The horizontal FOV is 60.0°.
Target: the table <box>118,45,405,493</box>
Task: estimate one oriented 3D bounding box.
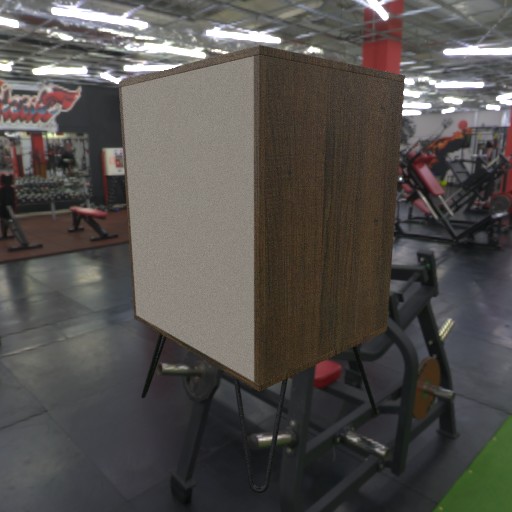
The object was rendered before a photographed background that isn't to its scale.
[{"bbox_3d":[0.000,0.000,1.152,0.457,0.866,0.526,-12,18,-40],"label":"table"}]
